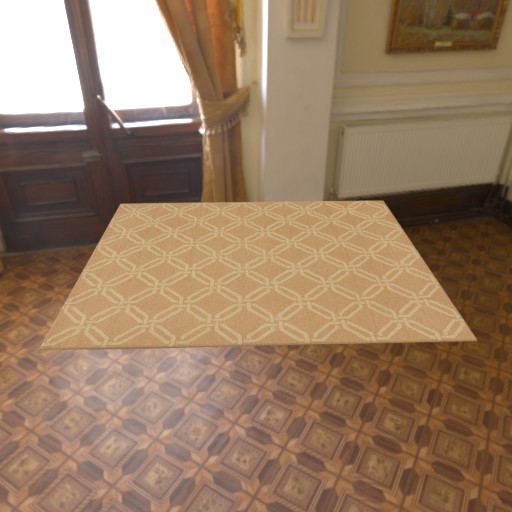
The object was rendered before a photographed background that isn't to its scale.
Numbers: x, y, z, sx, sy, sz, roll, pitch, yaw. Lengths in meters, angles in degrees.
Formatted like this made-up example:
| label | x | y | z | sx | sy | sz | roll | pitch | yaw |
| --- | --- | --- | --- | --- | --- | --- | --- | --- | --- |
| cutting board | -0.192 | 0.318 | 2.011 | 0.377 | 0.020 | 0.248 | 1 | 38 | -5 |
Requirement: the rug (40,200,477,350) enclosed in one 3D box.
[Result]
| label | x | y | z | sx | sy | sz | roll | pitch | yaw |
| --- | --- | --- | --- | --- | --- | --- | --- | --- | --- |
| rug | 0.000 | 0.000 | 3.904 | 2.895 | 0.018 | 2.288 | -1 | 31 | -1 |
